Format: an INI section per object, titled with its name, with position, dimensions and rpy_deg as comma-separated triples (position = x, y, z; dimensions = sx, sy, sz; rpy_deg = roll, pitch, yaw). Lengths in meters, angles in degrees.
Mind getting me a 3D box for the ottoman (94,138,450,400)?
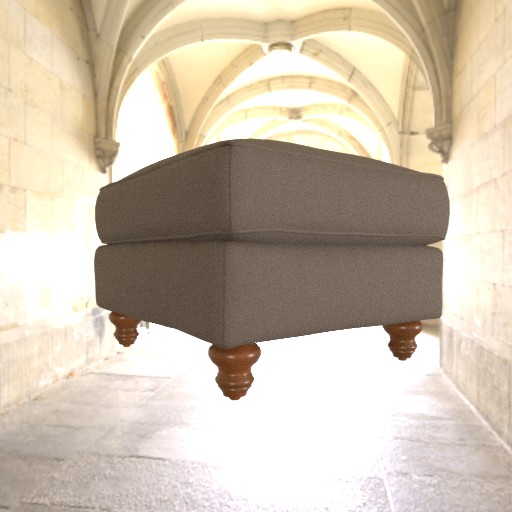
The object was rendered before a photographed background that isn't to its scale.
[ottoman]
position = 0.000, 0.000, 1.149
dimensions = 0.662, 0.505, 0.721
rpy_deg = 0, 1, -36
